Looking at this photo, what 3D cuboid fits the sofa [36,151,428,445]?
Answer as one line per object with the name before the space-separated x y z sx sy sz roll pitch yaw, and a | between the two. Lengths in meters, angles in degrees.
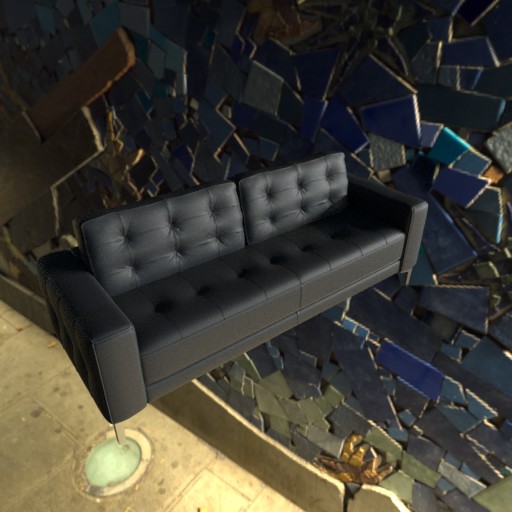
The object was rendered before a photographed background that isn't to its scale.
sofa | 0.000 0.000 2.672 2.275 0.893 0.833 -21 37 -32
